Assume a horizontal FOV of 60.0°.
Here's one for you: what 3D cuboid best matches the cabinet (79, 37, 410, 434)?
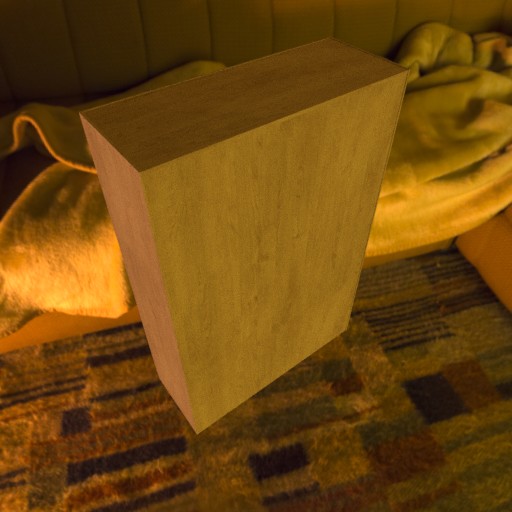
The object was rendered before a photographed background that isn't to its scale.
[{"bbox_3d":[0.000,0.000,2.459,1.290,1.910,0.510,-28,51,-25],"label":"cabinet"}]
